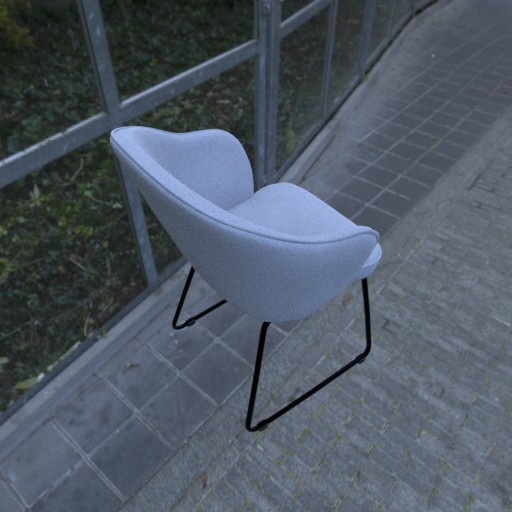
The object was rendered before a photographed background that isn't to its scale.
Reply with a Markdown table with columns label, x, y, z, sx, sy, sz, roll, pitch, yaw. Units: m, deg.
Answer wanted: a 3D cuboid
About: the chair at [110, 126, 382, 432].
| label | x | y | z | sx | sy | sz | roll | pitch | yaw |
| --- | --- | --- | --- | --- | --- | --- | --- | --- | --- |
| chair | 0.000 | 0.000 | 1.201 | 0.592 | 0.817 | 0.570 | -27 | 48 | -26 |
